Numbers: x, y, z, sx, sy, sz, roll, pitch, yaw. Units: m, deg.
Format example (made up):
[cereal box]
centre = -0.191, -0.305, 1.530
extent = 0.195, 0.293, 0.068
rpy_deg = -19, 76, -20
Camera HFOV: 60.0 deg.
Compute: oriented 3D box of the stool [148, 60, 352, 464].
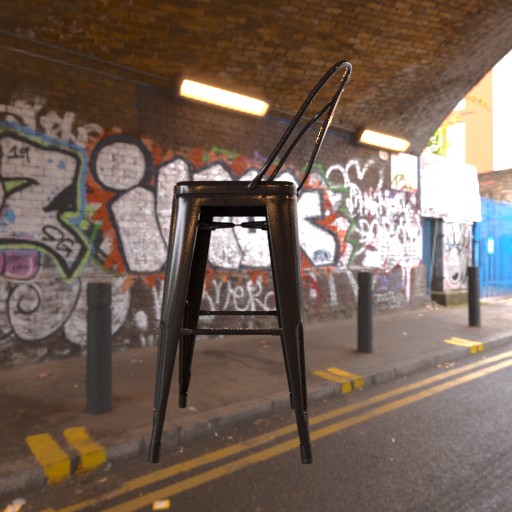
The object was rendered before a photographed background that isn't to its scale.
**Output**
[stool]
centre = 0.000, 0.000, 1.291
extent = 0.528, 1.022, 0.432
rpy_deg = 0, 0, 1
